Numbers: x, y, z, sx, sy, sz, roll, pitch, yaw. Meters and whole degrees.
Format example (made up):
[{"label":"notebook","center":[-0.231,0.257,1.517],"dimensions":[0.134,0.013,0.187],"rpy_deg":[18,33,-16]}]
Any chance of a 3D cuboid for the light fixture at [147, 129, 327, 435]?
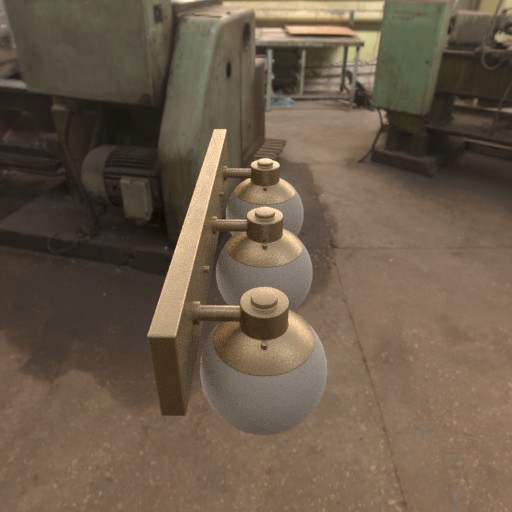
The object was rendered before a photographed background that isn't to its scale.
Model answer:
[{"label":"light fixture","center":[0.000,0.000,0.841],"dimensions":[0.218,0.263,0.721],"rpy_deg":[1,33,1]}]
